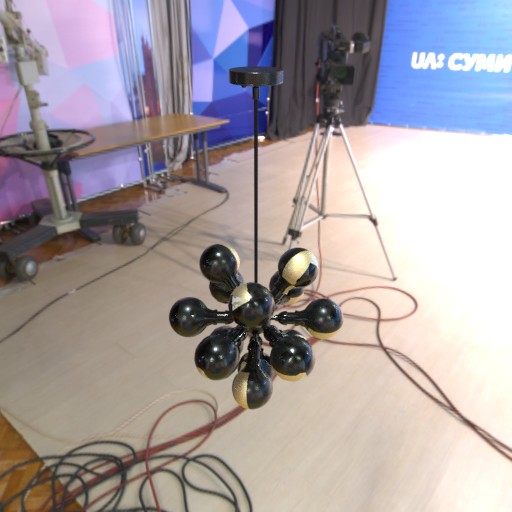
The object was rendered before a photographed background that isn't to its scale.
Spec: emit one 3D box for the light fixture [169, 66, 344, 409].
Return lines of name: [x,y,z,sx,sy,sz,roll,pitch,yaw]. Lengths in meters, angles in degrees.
light fixture: [0.000,0.000,1.100,0.468,0.859,0.420,1,29,1]
